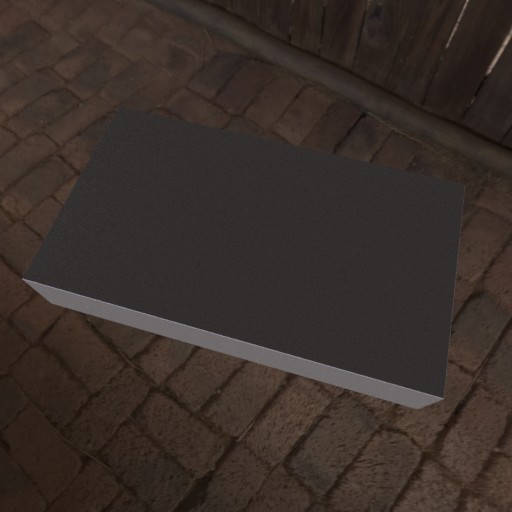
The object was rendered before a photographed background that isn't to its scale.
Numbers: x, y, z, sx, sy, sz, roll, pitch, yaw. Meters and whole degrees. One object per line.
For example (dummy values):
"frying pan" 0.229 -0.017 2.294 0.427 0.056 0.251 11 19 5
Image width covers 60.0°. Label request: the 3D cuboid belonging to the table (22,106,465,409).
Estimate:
"table" 0.000 0.000 1.531 1.201 0.404 0.703 15 65 7
